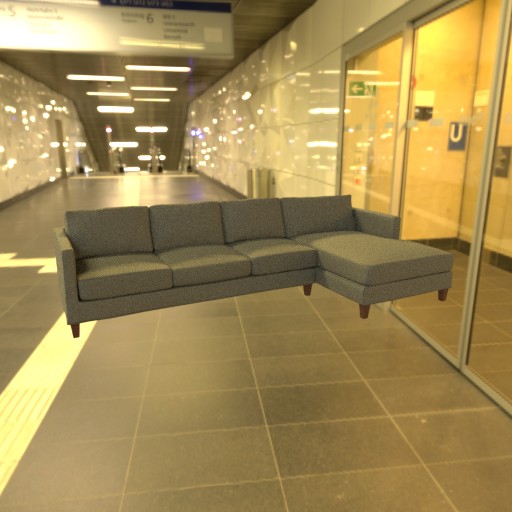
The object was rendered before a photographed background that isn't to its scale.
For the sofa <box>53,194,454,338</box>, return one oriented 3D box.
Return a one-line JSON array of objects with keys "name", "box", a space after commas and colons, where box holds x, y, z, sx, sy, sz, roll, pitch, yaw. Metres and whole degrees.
[{"name": "sofa", "box": [0.000, 0.000, 3.933, 3.186, 0.861, 1.625, -7, 16, -26]}]
